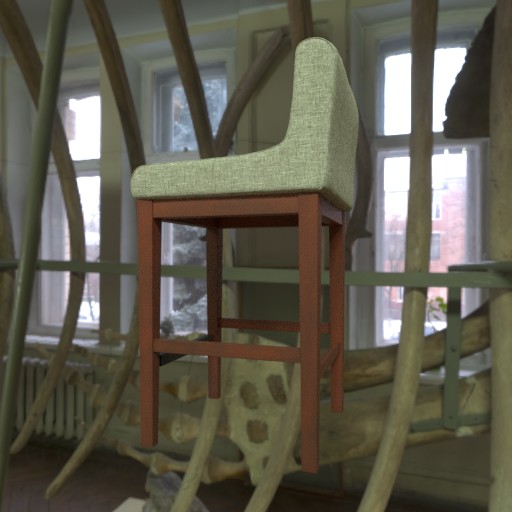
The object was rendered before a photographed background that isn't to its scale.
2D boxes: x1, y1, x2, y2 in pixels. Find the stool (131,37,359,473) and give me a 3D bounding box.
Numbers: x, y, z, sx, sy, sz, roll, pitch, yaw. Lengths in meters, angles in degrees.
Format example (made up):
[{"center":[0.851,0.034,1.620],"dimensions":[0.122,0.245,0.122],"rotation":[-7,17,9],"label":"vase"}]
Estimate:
[{"center":[0.000,0.000,1.085],"dimensions":[0.459,0.835,0.417],"rotation":[0,0,19],"label":"stool"}]
